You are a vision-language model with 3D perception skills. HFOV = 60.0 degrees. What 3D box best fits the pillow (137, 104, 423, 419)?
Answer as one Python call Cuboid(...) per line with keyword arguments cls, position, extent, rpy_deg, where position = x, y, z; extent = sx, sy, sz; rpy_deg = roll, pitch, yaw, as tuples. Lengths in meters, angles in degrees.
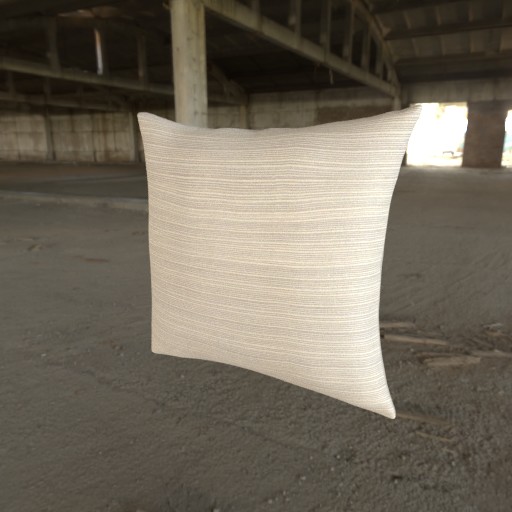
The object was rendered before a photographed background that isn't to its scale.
Cuboid(cls="pillow", position=(0.000, 0.000, 0.779), extent=(0.512, 0.497, 0.204), rpy_deg=(7, 16, 27))
